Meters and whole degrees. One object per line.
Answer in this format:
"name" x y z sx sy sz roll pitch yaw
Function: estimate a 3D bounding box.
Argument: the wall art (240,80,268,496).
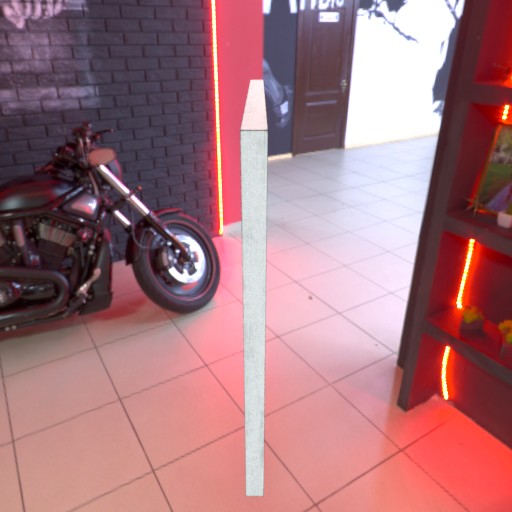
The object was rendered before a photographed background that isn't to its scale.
"wall art" 0.000 0.000 1.113 0.038 0.762 0.762 0 26 0
